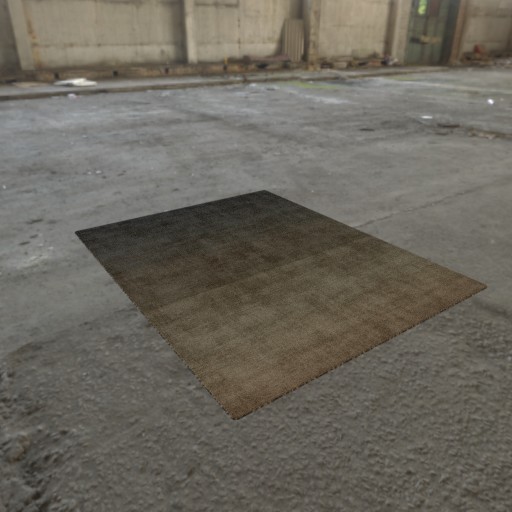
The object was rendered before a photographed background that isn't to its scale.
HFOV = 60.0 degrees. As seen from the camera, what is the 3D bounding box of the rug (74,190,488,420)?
[{"bbox_3d":[0.000,0.000,3.842,2.306,0.017,2.902,-17,31,-31],"label":"rug"}]
